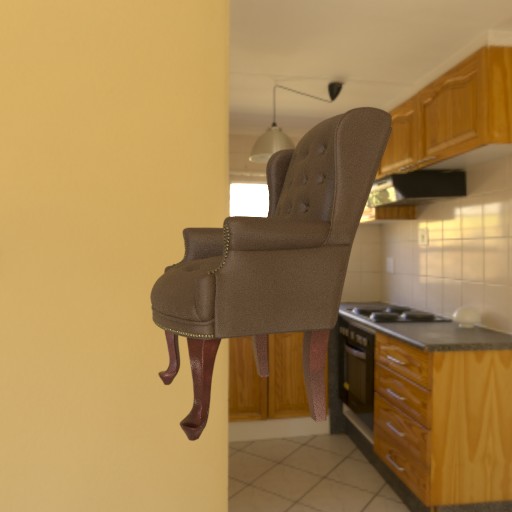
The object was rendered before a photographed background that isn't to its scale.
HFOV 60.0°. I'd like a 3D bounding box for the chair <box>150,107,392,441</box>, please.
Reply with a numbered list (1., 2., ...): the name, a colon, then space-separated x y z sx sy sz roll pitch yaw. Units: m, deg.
1. chair: 0.000 0.000 1.763 0.819 1.132 0.829 0 1 -19
